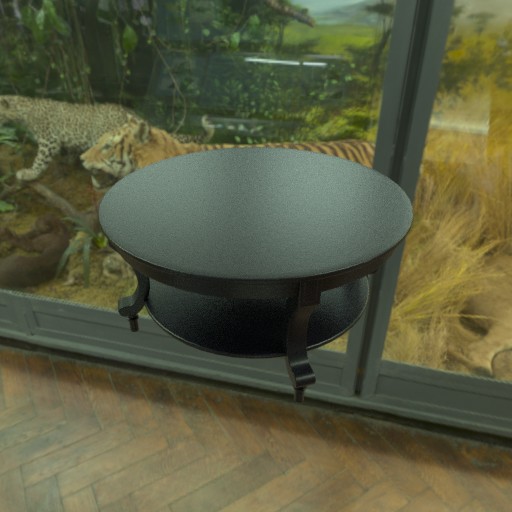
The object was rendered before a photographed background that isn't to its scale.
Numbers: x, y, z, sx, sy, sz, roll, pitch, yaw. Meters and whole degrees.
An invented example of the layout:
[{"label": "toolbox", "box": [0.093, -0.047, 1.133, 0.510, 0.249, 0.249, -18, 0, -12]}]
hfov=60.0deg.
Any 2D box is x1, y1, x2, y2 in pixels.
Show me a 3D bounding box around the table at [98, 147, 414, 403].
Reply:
[{"label": "table", "box": [0.000, 0.000, 1.629, 1.029, 0.491, 1.029, 0, 31, 0]}]
